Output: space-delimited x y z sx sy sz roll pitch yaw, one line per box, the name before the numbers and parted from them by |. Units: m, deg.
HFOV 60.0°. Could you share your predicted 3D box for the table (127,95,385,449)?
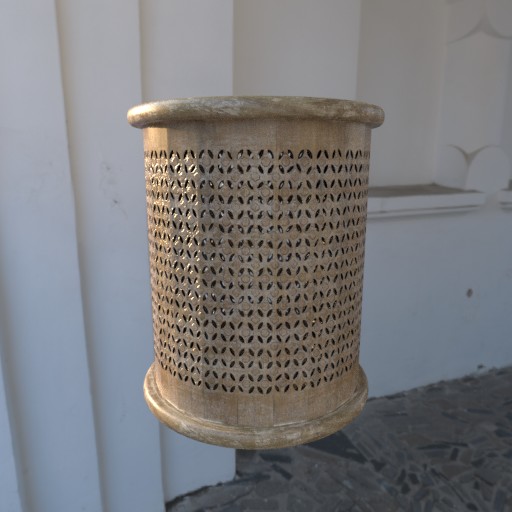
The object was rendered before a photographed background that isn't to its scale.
table | 0.000 0.000 0.777 0.407 0.482 0.407 0 12 0
